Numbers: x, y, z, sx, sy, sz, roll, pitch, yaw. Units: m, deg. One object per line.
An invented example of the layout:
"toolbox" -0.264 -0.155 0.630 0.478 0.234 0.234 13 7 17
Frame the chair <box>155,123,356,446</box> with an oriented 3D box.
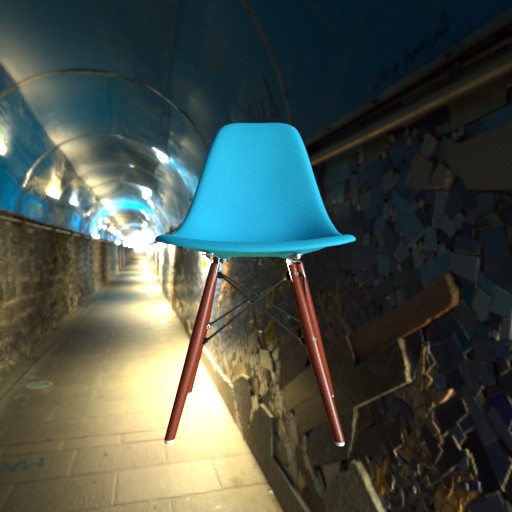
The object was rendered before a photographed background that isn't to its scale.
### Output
"chair" 0.000 0.000 1.151 0.470 0.826 0.533 0 1 1
